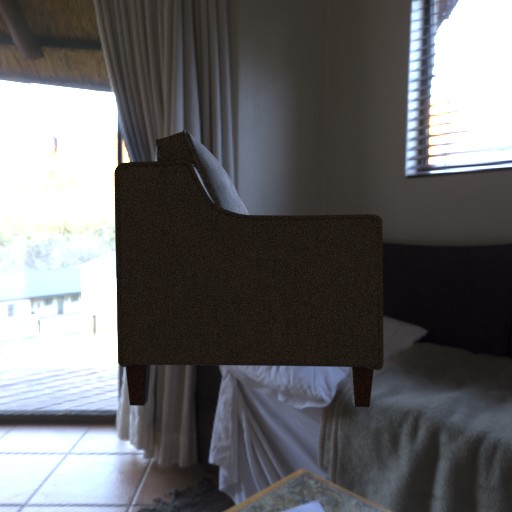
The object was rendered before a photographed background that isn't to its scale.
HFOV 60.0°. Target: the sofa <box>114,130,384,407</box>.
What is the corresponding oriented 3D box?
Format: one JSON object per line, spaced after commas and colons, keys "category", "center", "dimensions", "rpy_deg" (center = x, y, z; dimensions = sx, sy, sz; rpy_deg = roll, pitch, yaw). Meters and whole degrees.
{"category": "sofa", "center": [0.000, 0.000, 2.462], "dimensions": [0.911, 0.974, 1.986], "rpy_deg": [0, 2, 1]}
